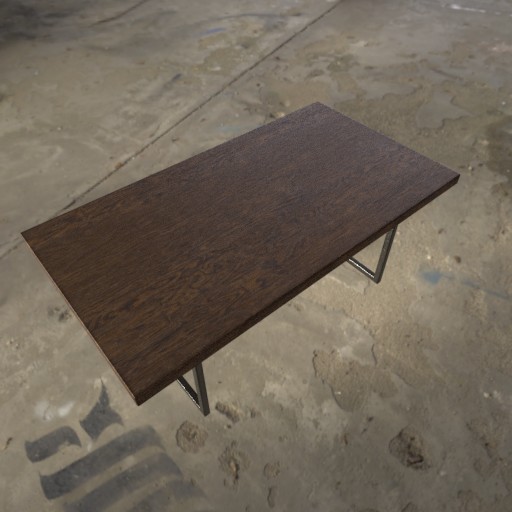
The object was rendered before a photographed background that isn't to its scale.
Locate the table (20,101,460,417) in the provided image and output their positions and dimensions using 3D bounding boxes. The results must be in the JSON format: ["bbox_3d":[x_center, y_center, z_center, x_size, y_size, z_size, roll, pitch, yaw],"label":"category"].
[{"bbox_3d":[0.000,0.000,2.518,1.989,0.795,1.078,-31,54,-27],"label":"table"}]
